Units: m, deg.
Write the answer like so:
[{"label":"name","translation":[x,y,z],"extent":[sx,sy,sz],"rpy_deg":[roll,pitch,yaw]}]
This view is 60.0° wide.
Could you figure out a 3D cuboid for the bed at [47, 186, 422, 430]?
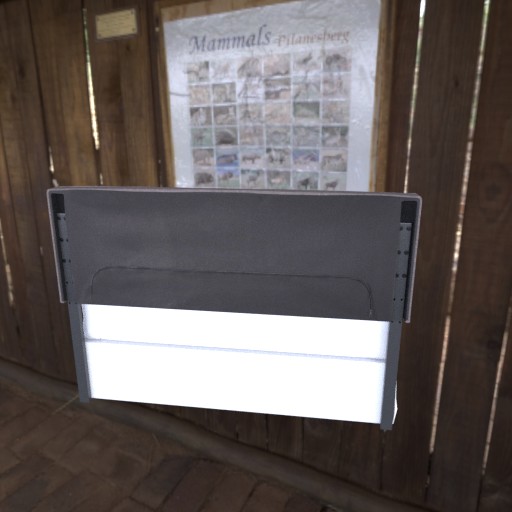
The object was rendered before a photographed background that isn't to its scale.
[{"label":"bed","translation":[0.000,0.000,2.855],"extent":[1.610,1.089,1.894],"rpy_deg":[2,16,8]}]
